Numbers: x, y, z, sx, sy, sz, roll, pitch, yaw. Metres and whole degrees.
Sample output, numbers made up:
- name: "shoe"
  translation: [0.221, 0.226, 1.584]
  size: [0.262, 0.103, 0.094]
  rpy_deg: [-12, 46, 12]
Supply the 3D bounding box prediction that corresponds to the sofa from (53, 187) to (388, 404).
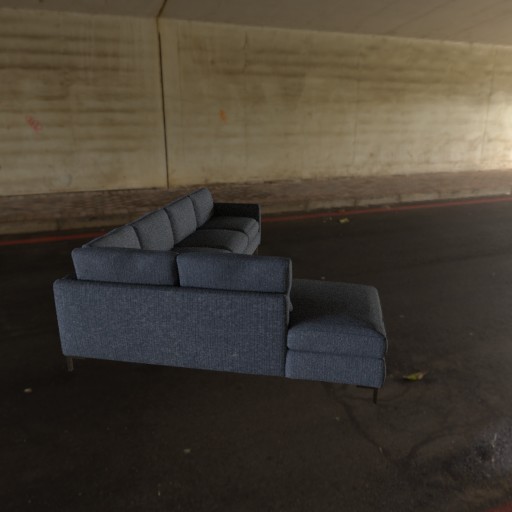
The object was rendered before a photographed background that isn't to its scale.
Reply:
- name: "sofa"
  translation: [0.000, 0.000, 3.935]
  size: [2.007, 0.815, 2.949]
  rpy_deg: [3, 17, 10]
